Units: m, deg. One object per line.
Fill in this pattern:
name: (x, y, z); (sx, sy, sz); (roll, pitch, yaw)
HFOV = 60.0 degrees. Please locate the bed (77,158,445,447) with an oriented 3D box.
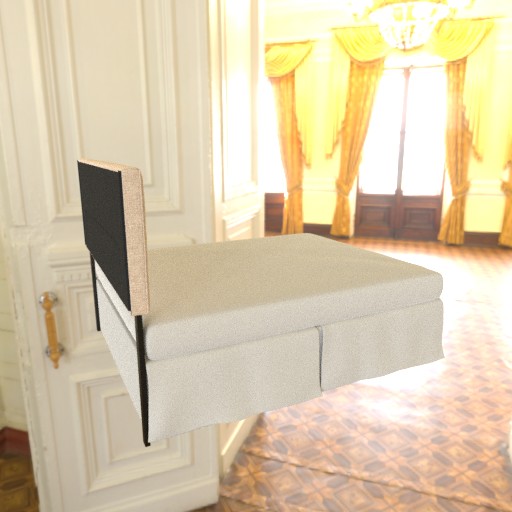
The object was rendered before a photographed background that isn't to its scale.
bed: (0.000, 0.000, 2.981); (1.978, 1.270, 1.643); (-7, 16, -26)
